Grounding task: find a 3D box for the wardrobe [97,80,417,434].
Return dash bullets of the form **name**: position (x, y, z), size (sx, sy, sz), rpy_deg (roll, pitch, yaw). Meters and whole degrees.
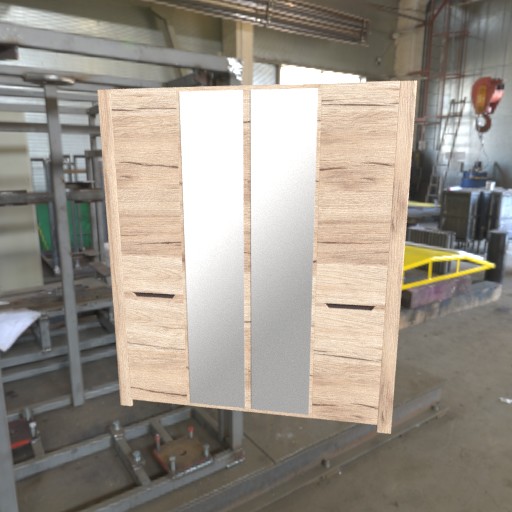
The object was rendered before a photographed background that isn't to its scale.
- **wardrobe**: position (0.000, 0.000, 2.963), size (1.810, 2.070, 0.580), rpy_deg (2, 13, 10)
